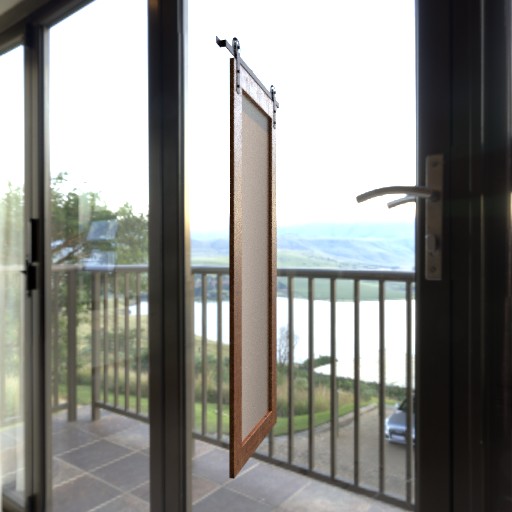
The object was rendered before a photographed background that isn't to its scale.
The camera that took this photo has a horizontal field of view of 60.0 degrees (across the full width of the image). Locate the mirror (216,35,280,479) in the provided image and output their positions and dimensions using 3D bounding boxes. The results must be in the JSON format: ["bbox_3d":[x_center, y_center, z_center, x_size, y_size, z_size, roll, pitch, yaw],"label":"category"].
[{"bbox_3d":[0.000,0.000,2.086,0.042,1.793,0.847,0,0,18],"label":"mirror"}]
